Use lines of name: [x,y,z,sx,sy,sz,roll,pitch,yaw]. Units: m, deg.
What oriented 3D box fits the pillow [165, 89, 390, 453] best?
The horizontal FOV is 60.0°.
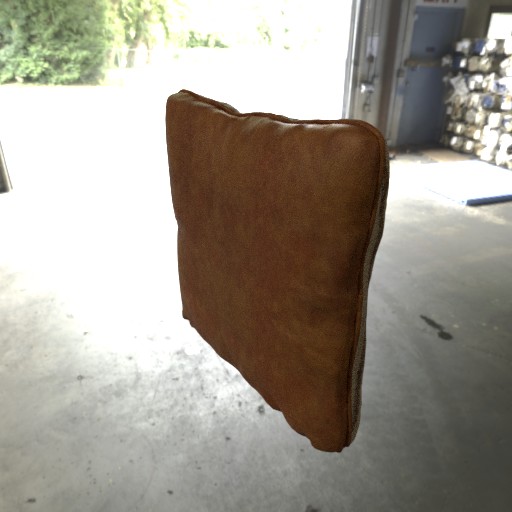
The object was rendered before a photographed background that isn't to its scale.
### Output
pillow: [0.000,0.000,0.733,0.130,0.490,0.489,-17,31,-32]
